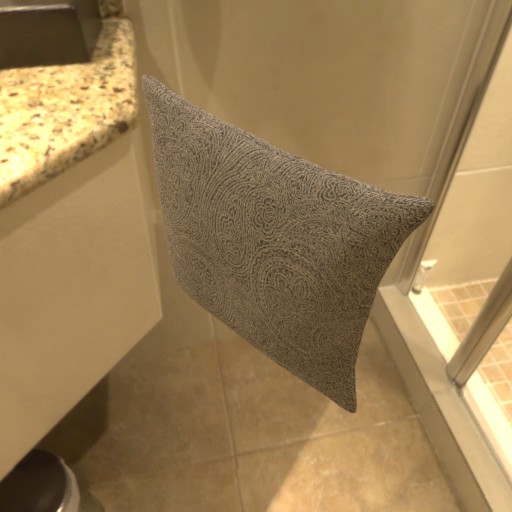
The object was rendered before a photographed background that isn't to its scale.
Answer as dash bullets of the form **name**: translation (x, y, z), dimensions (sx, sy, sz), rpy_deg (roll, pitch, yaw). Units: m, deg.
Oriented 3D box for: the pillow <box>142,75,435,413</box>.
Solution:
- **pillow**: translation (0.000, 0.000, 0.793), dimensions (0.523, 0.510, 0.166), rpy_deg (32, 54, 27)
